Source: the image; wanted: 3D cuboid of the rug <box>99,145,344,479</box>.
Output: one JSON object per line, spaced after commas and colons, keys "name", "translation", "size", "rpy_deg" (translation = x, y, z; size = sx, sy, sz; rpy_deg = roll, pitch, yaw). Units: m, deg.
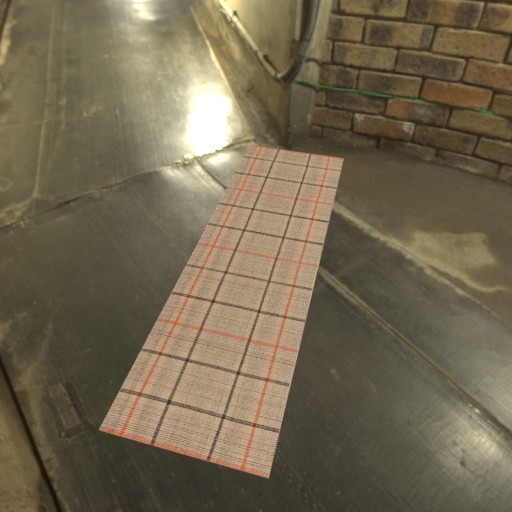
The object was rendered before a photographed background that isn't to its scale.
{"name": "rug", "translation": [0.000, 0.000, 2.695], "size": [0.762, 0.008, 2.439], "rpy_deg": [11, 46, 11]}
